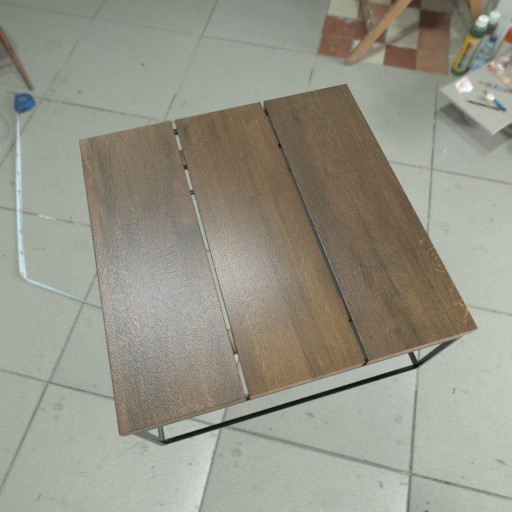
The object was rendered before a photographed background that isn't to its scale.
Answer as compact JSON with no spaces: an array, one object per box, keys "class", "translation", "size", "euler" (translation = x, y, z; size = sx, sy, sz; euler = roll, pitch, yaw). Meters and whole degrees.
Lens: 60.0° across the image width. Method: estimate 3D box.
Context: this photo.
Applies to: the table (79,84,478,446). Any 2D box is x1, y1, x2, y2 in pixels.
[{"class":"table","translation":[0.000,0.000,1.429],"size":[0.900,0.400,0.900],"euler":[-14,64,-7]}]
